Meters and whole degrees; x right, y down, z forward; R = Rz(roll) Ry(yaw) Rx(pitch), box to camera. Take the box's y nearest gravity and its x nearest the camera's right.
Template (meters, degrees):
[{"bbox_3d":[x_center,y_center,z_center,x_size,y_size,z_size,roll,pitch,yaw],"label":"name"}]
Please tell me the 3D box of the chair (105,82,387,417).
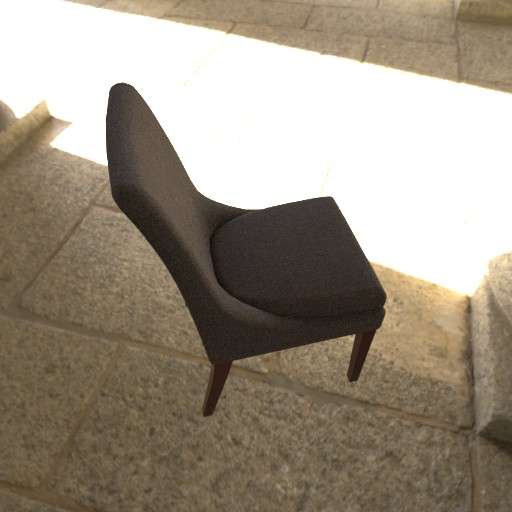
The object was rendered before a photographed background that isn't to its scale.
[{"bbox_3d":[0.000,0.000,1.326,0.655,0.952,0.508,-10,48,-9],"label":"chair"}]
